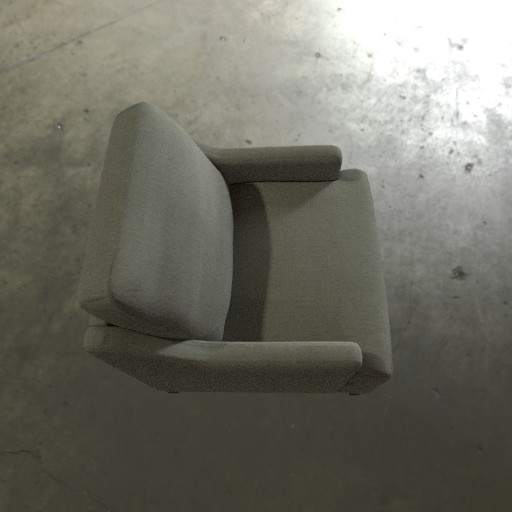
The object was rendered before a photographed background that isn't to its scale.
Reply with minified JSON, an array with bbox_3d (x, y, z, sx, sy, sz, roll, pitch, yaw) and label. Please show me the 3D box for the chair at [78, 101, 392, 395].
[{"bbox_3d":[0.000,0.000,1.524,0.892,0.821,0.826,1,63,0],"label":"chair"}]
